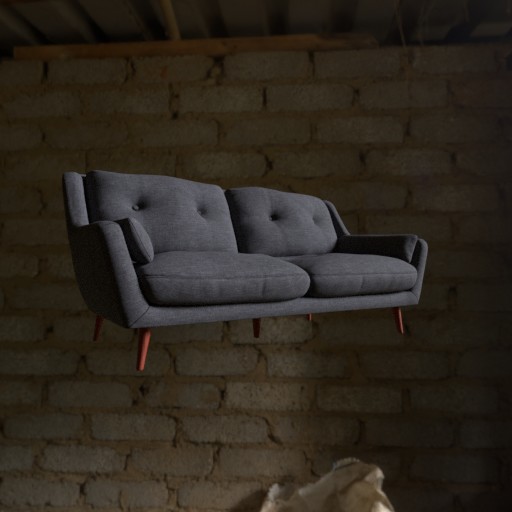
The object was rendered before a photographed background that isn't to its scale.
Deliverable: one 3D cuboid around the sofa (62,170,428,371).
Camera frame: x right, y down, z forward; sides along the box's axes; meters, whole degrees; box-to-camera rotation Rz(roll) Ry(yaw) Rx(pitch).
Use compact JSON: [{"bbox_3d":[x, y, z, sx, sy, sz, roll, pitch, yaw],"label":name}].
[{"bbox_3d":[0.000,0.000,2.437,1.929,0.896,0.975,1,-1,-35],"label":"sofa"}]
